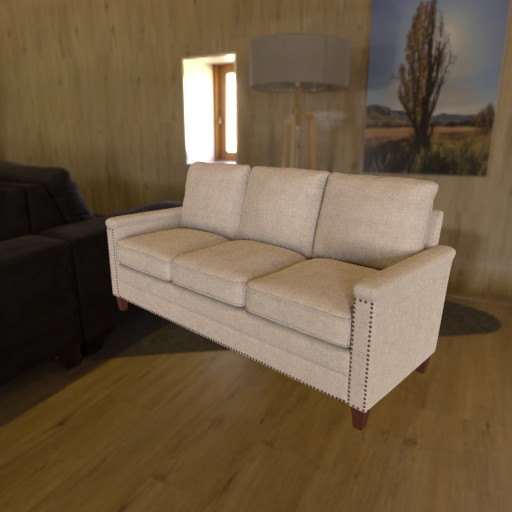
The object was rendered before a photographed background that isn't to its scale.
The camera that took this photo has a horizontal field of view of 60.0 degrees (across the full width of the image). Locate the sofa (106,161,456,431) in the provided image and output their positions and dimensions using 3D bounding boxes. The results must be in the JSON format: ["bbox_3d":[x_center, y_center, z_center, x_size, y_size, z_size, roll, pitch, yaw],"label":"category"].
[{"bbox_3d":[0.000,0.000,2.521,1.925,0.959,0.828,14,21,41],"label":"sofa"}]
